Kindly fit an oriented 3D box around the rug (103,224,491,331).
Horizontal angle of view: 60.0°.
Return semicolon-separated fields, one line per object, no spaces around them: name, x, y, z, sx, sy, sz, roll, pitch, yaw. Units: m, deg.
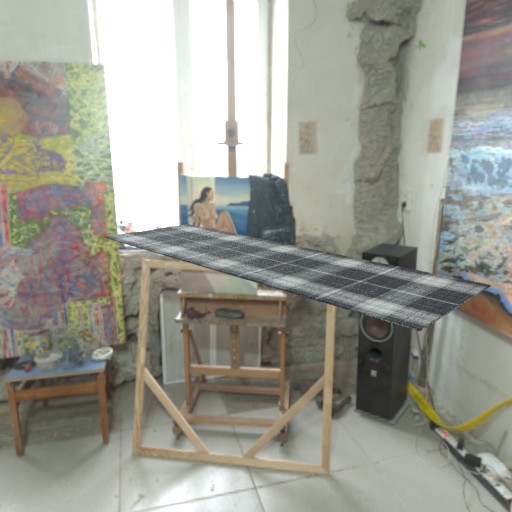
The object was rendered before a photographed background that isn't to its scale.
rug;0.000;0.000;2.696;2.434;0.012;0.760;13;19;43
